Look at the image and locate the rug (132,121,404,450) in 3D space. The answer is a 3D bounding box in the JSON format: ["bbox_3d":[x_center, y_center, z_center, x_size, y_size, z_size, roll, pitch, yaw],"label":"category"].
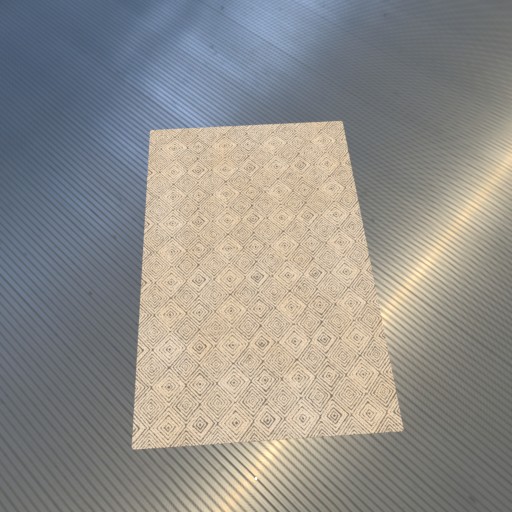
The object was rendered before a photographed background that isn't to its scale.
[{"bbox_3d":[0.000,0.000,2.310,1.175,0.008,1.783,-3,63,-2],"label":"rug"}]
